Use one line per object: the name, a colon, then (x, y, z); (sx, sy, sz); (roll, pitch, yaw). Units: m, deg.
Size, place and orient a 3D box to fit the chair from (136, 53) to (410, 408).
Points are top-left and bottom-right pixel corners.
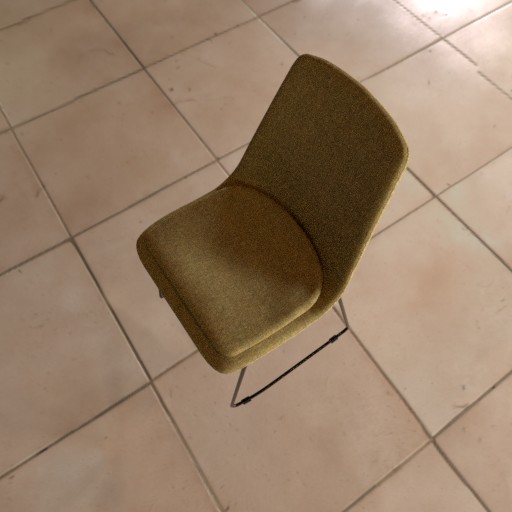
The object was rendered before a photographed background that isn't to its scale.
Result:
chair: (0.000, 0.000, 1.129); (0.496, 0.849, 0.479); (-32, 69, -14)
